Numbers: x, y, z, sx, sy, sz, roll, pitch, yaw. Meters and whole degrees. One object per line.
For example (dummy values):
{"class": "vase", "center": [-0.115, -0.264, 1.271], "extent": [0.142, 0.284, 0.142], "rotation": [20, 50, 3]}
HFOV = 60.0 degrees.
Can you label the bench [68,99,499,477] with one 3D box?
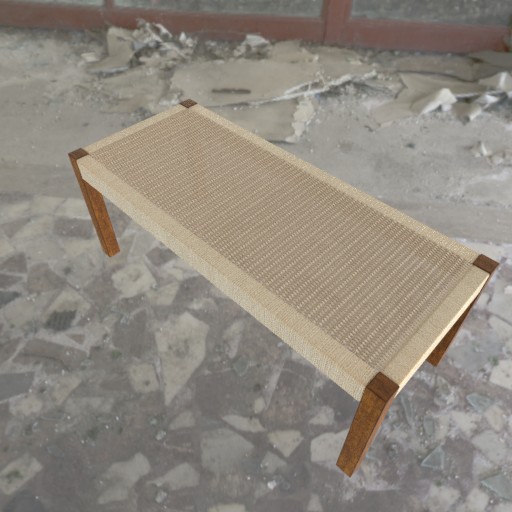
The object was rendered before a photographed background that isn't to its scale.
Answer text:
{"class": "bench", "center": [0.000, 0.000, 1.429], "extent": [1.198, 0.457, 0.507], "rotation": [36, 56, 28]}
